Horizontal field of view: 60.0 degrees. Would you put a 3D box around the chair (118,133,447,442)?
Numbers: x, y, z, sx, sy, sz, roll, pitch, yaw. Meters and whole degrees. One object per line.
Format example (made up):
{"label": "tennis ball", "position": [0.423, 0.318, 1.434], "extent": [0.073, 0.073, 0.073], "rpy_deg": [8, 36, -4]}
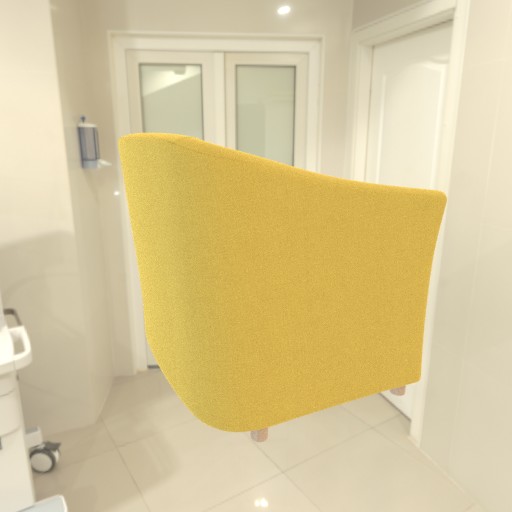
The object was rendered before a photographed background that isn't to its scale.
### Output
{"label": "chair", "position": [0.000, 0.000, 1.350], "extent": [0.700, 0.720, 0.790], "rpy_deg": [-7, 17, -25]}
